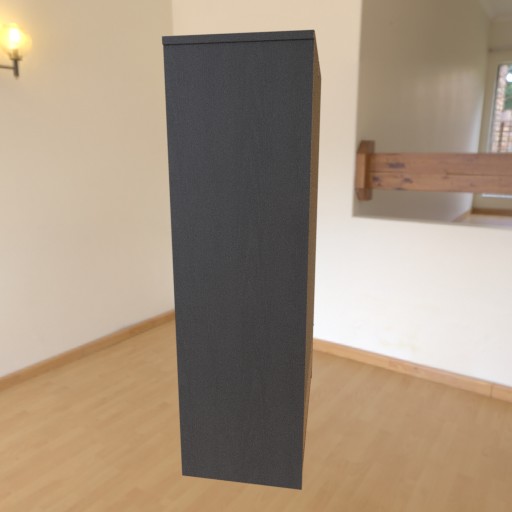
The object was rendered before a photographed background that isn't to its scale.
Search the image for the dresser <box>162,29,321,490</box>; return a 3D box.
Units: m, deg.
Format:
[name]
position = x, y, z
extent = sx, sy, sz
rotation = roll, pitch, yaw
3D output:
[dresser]
position = 0.000, 0.000, 1.539
extent = 0.399, 1.255, 0.704
rotation = 2, 13, 9
